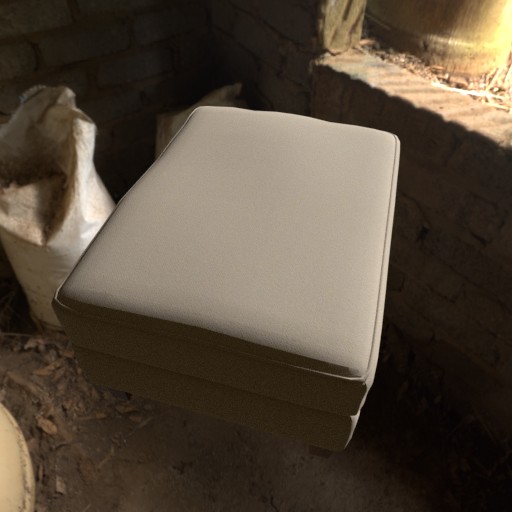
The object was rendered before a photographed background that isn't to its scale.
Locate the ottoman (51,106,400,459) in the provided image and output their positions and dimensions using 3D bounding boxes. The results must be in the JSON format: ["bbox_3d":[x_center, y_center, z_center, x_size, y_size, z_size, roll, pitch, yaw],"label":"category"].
[{"bbox_3d":[0.000,0.000,1.174,0.634,0.485,0.818,12,47,11],"label":"ottoman"}]
